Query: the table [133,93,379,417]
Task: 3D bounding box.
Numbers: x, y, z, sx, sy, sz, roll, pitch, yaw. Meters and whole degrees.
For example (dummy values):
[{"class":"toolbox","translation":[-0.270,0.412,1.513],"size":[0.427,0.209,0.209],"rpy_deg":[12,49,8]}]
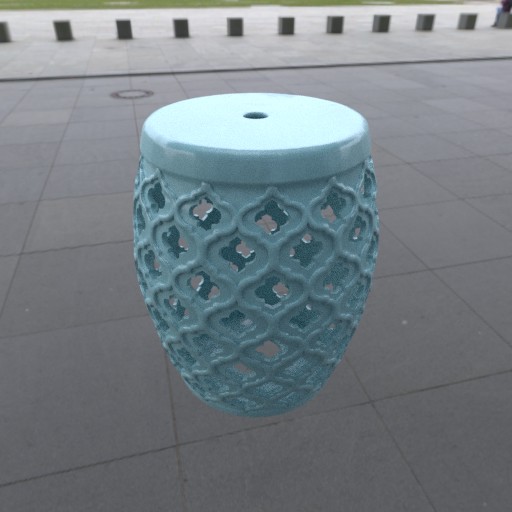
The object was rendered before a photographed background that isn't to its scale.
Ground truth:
[{"class":"table","translation":[0.000,0.000,0.621],"size":[0.325,0.388,0.325],"rpy_deg":[0,32,0]}]
